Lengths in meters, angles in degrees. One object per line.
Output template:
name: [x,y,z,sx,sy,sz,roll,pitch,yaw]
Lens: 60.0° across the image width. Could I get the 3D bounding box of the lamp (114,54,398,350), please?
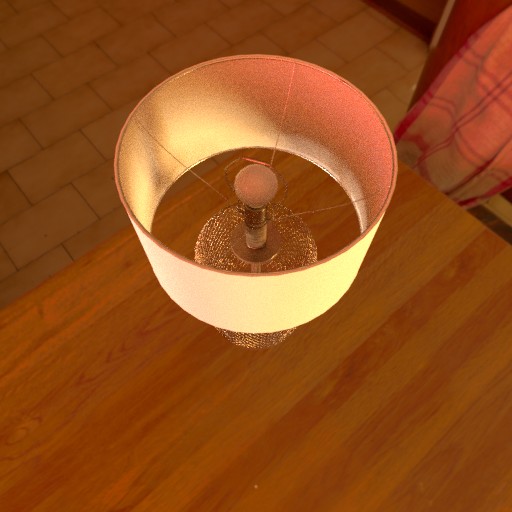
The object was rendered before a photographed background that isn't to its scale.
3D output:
lamp: [0.000,0.000,0.811,0.353,0.578,0.353,0,63,0]
